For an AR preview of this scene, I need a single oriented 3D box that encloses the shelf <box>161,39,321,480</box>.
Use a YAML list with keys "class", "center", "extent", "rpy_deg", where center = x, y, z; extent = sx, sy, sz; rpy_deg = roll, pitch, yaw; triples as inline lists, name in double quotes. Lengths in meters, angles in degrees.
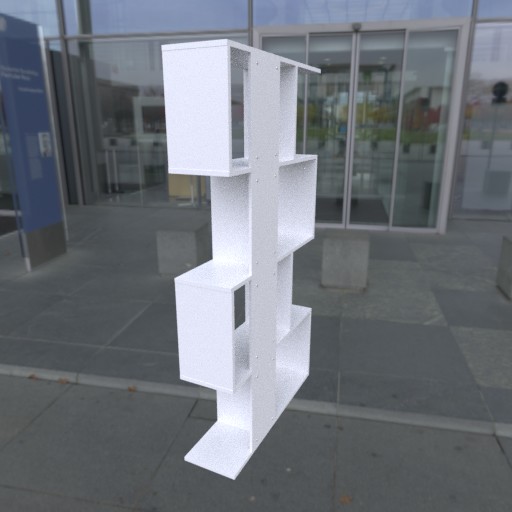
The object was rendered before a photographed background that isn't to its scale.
- class: "shelf"
  center: [0.000, 0.000, 2.019]
  extent: [0.250, 1.650, 0.890]
  rpy_deg: [8, 19, 25]
